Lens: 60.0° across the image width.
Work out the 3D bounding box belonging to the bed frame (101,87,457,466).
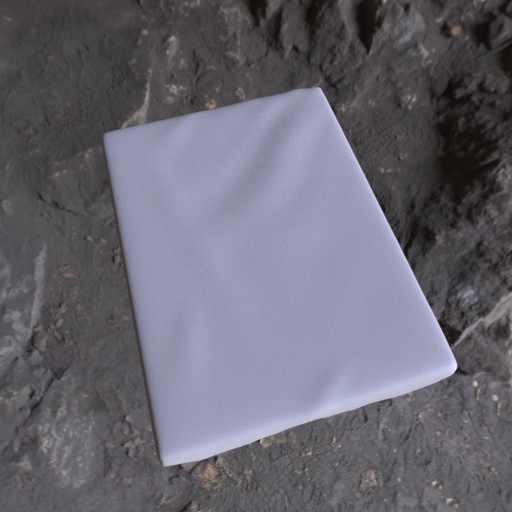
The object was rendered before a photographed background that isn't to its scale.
[{"bbox_3d":[0.000,0.000,2.854,1.584,0.667,2.151,-15,64,-7],"label":"bed frame"}]
